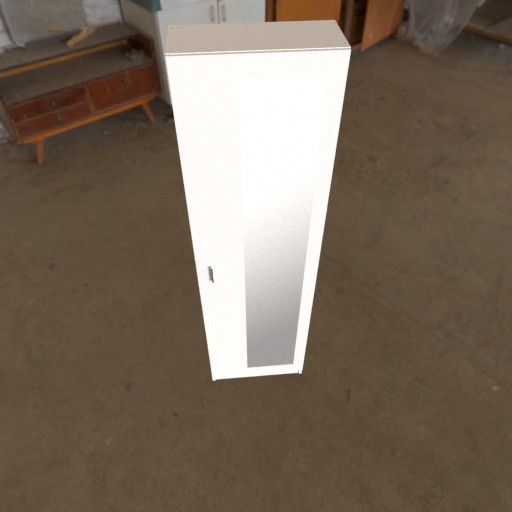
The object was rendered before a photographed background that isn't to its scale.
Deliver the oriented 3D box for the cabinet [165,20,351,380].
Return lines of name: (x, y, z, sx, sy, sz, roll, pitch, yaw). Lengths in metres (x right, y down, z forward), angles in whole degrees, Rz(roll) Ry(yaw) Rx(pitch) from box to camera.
cabinet: (0.000, 0.000, 1.897, 0.500, 1.790, 0.230, -4, 47, -3)
